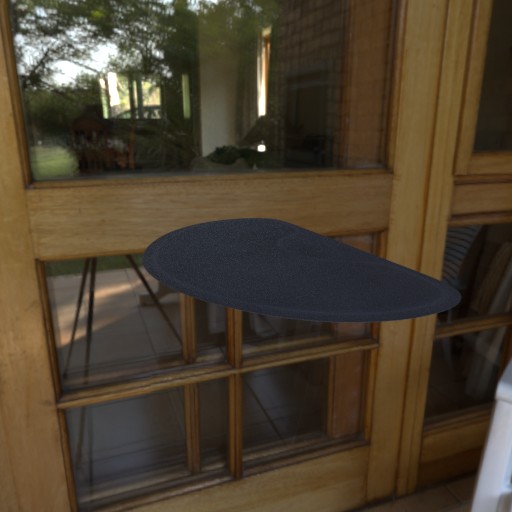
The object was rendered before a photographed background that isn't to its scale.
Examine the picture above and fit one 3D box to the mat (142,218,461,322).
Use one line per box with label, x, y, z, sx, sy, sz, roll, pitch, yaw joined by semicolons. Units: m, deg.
mat;0.000;0.000;1.853;0.913;0.013;1.524;-7;18;-24
